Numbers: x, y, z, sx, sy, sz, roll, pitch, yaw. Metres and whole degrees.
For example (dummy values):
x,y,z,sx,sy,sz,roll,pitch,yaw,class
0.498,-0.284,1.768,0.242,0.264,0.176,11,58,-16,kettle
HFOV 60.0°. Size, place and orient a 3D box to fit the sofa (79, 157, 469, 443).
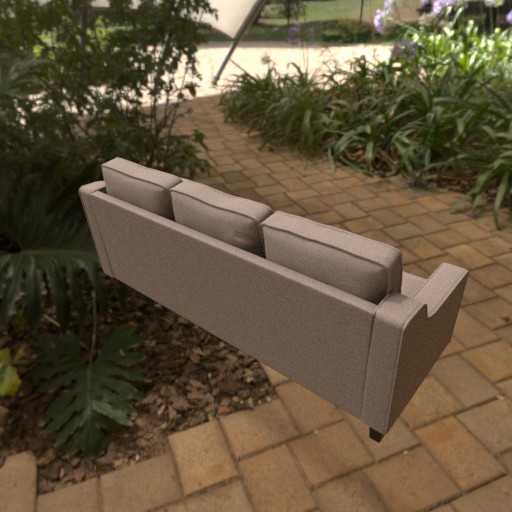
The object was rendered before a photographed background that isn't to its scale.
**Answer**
x,y,z,sx,sy,sz,roll,pitch,yaw,class
0.000,0.000,2.605,2.129,0.950,0.899,22,37,34,sofa
